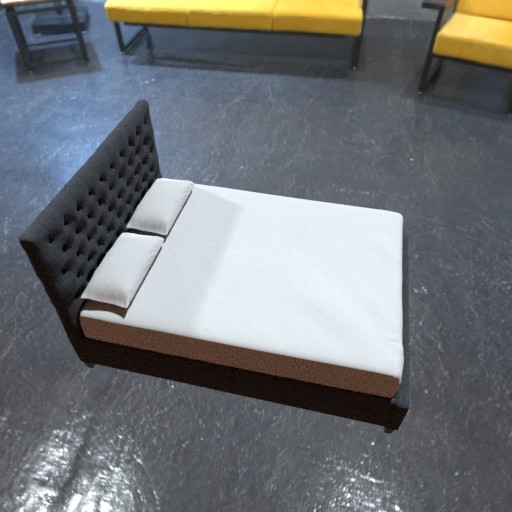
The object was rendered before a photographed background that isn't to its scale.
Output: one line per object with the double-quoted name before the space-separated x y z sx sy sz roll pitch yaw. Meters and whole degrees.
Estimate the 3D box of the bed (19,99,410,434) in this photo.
"bed" 0.000 0.000 3.340 2.387 1.427 1.698 10 47 9
